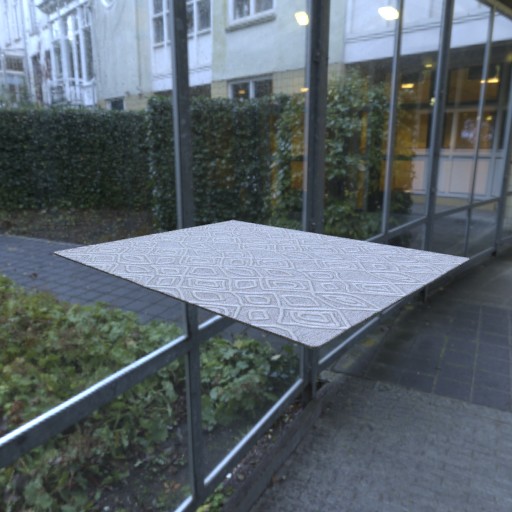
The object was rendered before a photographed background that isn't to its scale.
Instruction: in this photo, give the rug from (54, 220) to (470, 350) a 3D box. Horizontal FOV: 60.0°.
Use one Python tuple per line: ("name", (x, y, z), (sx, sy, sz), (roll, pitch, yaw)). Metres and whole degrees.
("rug", (0.000, 0.000, 4.131), (3.049, 0.025, 2.449), (13, 19, 41))
